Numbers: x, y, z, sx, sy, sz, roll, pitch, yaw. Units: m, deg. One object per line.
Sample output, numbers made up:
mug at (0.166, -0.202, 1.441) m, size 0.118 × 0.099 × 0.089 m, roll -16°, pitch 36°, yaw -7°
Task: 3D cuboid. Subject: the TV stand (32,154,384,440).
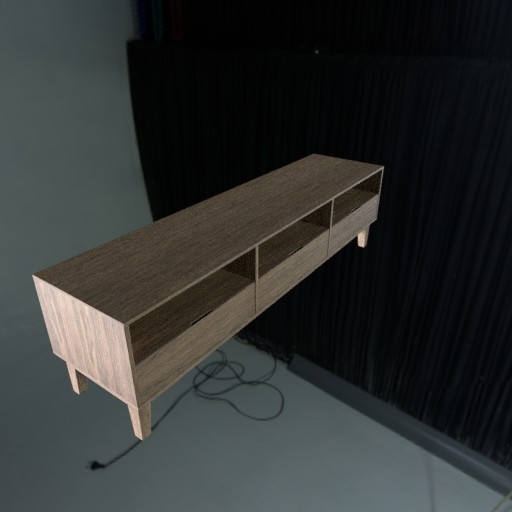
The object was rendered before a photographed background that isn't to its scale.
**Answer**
TV stand at (0.000, 0.000, 1.686) m, size 0.366 × 0.409 × 1.482 m, roll 19°, pitch 33°, yaw 31°
